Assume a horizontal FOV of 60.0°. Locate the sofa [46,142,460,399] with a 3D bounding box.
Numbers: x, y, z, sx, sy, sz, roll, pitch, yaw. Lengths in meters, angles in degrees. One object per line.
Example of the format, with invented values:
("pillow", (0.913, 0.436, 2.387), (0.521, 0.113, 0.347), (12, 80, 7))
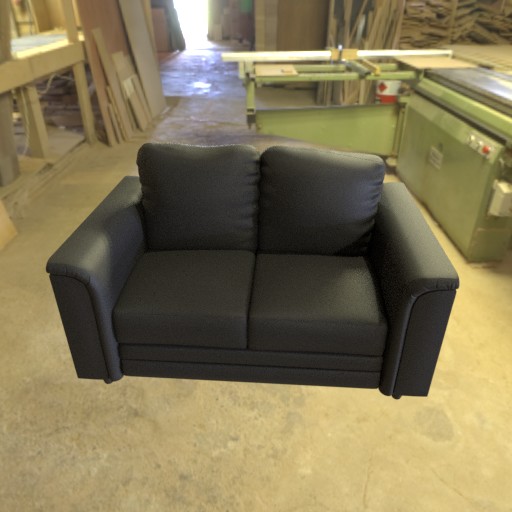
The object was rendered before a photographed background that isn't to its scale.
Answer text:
("sofa", (0.000, 0.000, 1.935), (1.386, 0.845, 0.887), (2, 30, 3))
